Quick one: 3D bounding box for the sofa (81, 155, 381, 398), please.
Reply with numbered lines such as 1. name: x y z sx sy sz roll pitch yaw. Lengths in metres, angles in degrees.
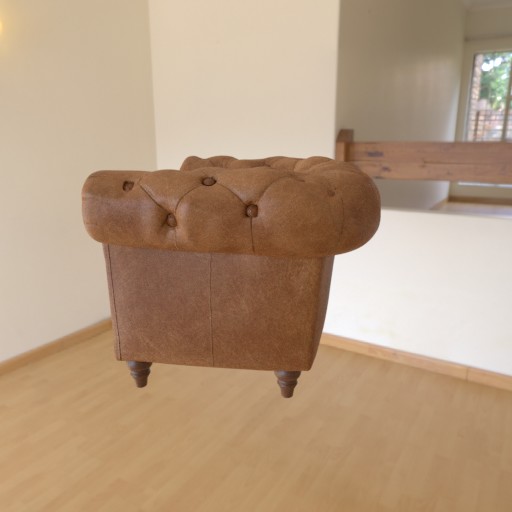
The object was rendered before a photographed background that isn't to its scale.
1. sofa: 0.000 0.000 2.046 1.033 0.878 1.405 2 15 7
